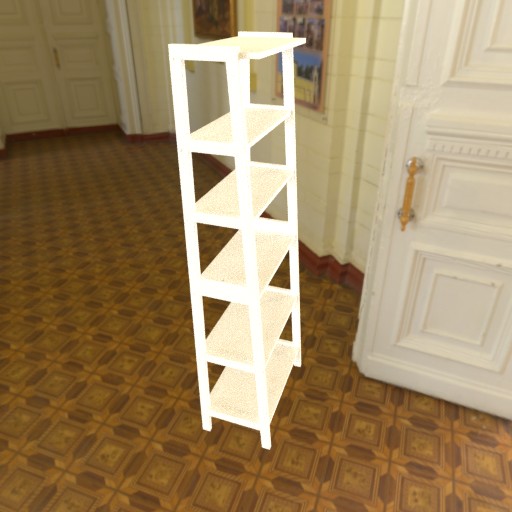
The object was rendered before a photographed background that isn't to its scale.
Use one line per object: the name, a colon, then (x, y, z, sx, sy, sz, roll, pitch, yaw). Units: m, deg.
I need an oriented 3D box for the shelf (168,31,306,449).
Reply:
shelf: (0.000, 0.000, 2.140, 0.381, 1.892, 0.660, 10, 32, 17)
